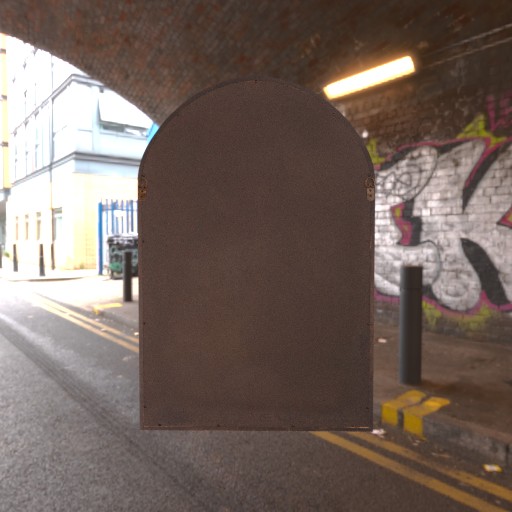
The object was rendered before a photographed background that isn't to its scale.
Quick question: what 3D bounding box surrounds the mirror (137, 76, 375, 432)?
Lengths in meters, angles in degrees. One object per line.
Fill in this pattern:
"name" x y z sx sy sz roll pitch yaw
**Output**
"mirror" 0.000 0.000 1.155 0.609 0.915 0.032 0 2 1
